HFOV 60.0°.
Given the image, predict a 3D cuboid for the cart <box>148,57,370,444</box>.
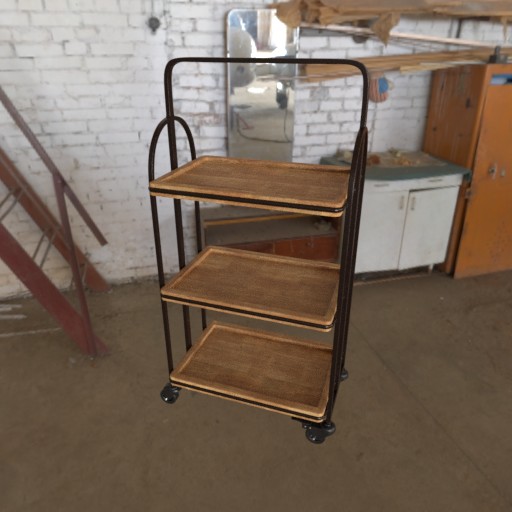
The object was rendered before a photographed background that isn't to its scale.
[{"bbox_3d":[0.000,0.000,1.225,0.553,1.001,0.327,9,27,17],"label":"cart"}]
